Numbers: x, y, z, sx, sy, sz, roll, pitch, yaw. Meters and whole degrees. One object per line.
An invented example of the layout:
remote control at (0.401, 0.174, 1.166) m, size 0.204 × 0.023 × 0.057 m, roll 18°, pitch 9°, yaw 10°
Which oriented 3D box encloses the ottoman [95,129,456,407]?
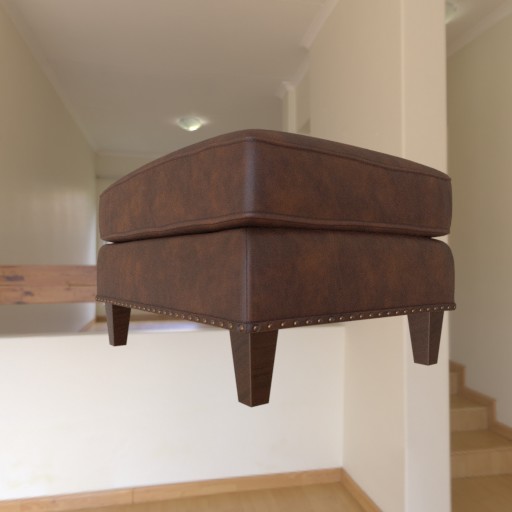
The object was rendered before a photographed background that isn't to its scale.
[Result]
ottoman at (0.000, 0.000, 1.112) m, size 0.586 × 0.486 × 0.742 m, roll 1°, pitch -1°, yaw -36°
